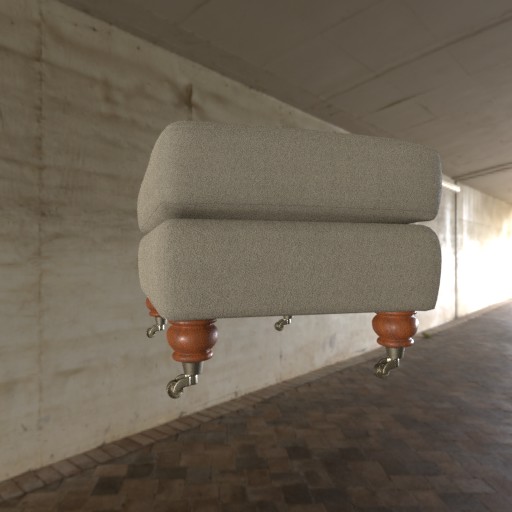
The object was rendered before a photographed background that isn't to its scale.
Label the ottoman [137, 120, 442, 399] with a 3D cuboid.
[{"bbox_3d":[0.000,0.000,1.145,0.569,0.504,0.773,0,0,-17],"label":"ottoman"}]
